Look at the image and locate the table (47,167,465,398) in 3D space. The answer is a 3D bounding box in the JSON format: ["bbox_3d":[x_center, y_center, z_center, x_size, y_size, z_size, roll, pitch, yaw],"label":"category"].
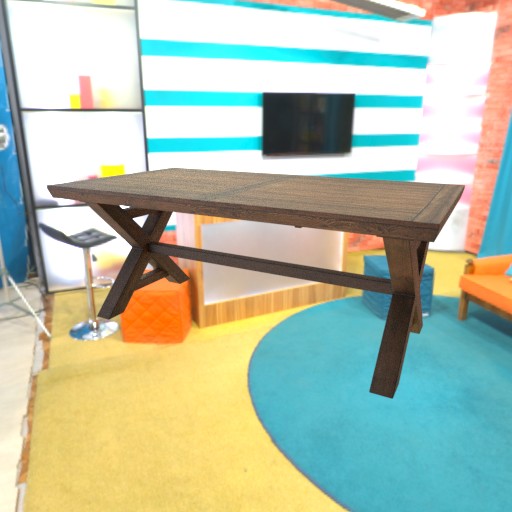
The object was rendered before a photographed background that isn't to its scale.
[{"bbox_3d":[0.000,0.000,2.485,1.966,0.793,1.071,9,19,27],"label":"table"}]
